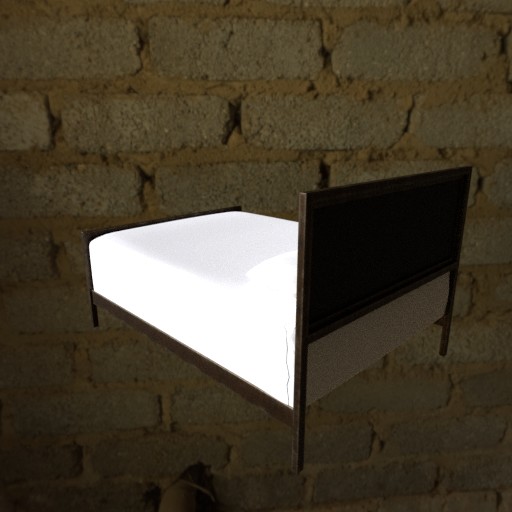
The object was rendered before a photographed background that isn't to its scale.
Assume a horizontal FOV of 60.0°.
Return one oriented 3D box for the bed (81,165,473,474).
[{"bbox_3d":[0.000,0.000,3.177,1.607,1.313,2.221,-16,23,-42],"label":"bed"}]
